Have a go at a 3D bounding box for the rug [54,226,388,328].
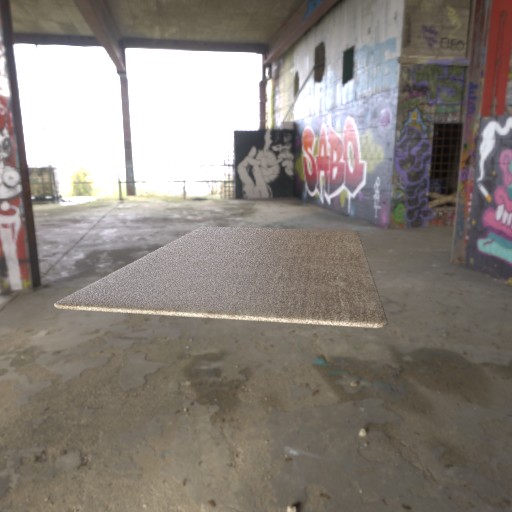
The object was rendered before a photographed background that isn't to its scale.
[{"bbox_3d":[0.000,0.000,3.143,1.539,0.024,2.469,2,13,9],"label":"rug"}]
